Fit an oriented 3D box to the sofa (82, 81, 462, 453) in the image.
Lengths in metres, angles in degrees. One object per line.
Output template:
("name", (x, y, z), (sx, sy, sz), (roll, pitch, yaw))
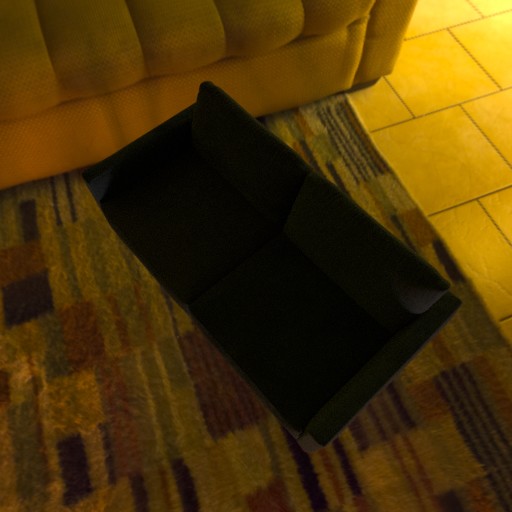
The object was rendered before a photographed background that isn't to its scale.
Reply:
("sofa", (0.000, 0.000, 2.186), (0.875, 0.817, 1.676), (-39, 69, -17))
